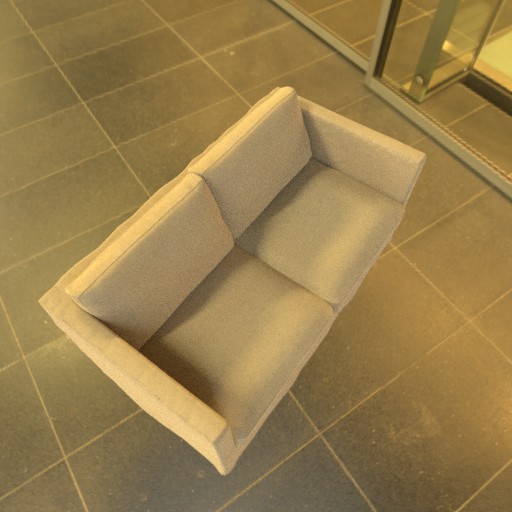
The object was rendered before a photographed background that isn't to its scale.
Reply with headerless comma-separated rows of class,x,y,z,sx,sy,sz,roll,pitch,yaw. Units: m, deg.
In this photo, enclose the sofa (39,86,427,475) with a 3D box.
sofa,0.000,0.000,2.229,0.962,0.835,1.719,32,63,19
